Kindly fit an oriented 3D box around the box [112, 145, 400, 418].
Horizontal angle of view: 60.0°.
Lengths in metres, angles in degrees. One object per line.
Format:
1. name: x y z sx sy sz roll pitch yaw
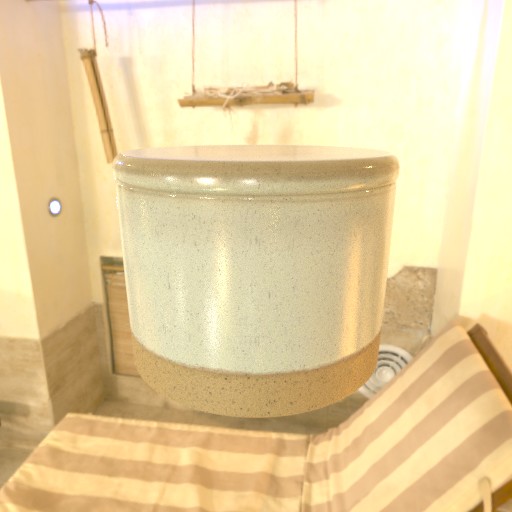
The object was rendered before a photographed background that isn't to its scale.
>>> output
1. box: 0.000 0.000 0.264 0.154 0.123 0.154 0 17 0
